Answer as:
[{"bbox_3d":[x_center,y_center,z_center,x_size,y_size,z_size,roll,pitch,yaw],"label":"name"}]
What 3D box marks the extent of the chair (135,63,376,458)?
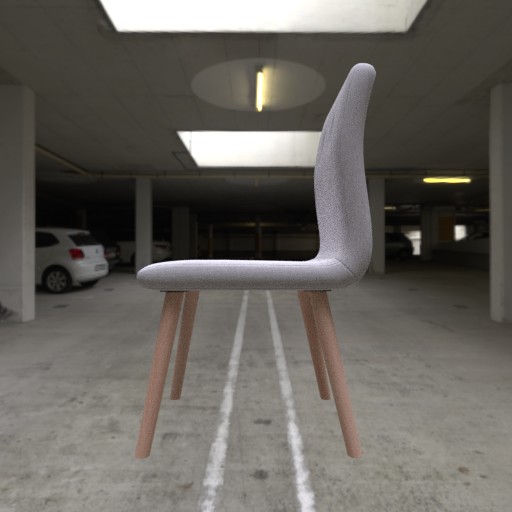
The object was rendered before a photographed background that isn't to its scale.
[{"bbox_3d":[0.000,0.000,1.186,0.550,0.885,0.435,0,-1,0],"label":"chair"}]
